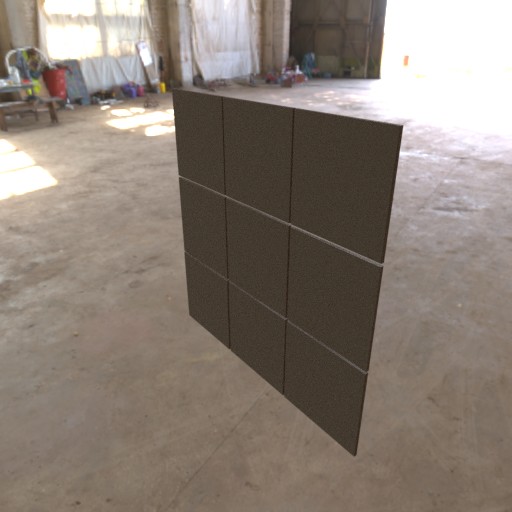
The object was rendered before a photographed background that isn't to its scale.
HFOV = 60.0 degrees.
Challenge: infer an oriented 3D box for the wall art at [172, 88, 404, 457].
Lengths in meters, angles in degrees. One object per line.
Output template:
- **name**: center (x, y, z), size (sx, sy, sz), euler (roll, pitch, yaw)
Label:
- **wall art**: center (0.000, 0.000, 1.837), size (0.013, 1.216, 1.216), euler (-19, 32, -34)
